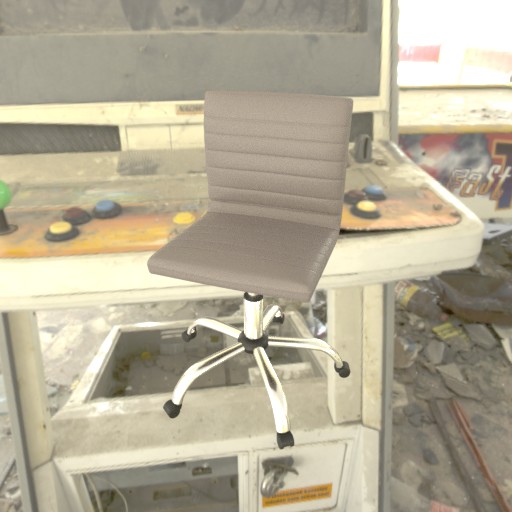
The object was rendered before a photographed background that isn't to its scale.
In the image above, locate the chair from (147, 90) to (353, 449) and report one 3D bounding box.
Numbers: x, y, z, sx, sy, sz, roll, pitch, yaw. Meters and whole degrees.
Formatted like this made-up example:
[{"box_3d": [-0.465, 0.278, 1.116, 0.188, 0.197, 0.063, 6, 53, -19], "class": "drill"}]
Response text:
[{"box_3d": [0.000, 0.000, 1.173, 0.556, 0.780, 0.530, 9, 30, 17], "class": "chair"}]
